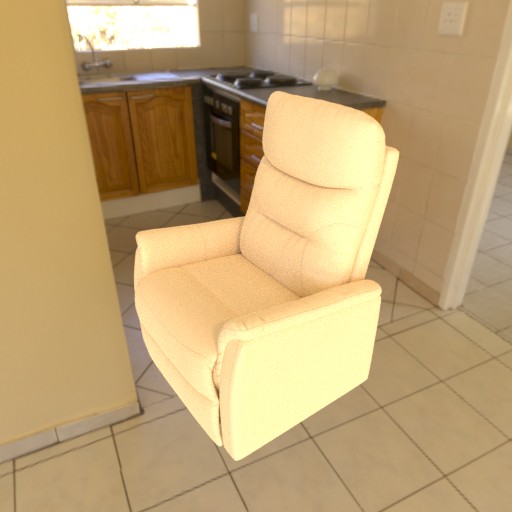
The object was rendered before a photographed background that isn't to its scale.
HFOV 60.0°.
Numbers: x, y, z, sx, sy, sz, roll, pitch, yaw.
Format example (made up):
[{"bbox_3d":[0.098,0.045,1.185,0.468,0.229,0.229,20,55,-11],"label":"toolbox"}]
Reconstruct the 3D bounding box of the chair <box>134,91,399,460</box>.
[{"bbox_3d":[0.000,0.000,1.687,0.831,1.082,0.775,-20,35,-31],"label":"chair"}]
